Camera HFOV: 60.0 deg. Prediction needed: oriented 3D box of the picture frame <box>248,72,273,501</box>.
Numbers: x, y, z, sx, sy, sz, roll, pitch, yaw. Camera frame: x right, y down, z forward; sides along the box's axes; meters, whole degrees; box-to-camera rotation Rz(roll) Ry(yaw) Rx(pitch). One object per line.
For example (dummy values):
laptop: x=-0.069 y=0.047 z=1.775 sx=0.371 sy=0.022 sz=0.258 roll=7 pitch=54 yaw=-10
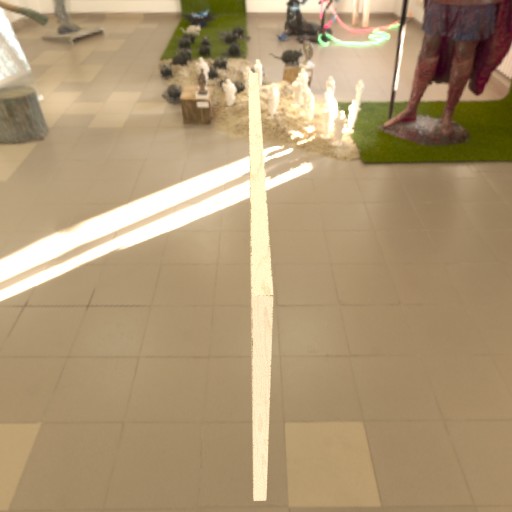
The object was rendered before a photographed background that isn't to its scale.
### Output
picture frame: x=0.000 y=0.000 z=1.159 sx=0.029 sy=0.640 sz=0.950 roll=-1 pitch=39 yaw=-1
